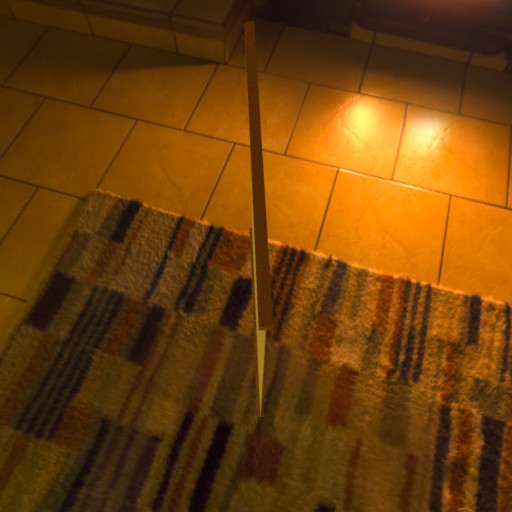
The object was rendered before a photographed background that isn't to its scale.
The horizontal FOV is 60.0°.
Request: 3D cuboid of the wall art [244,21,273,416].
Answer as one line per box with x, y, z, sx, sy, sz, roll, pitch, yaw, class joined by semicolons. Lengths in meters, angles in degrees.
0.000;0.000;0.692;0.012;0.508;0.405;-2;62;-1;wall art
